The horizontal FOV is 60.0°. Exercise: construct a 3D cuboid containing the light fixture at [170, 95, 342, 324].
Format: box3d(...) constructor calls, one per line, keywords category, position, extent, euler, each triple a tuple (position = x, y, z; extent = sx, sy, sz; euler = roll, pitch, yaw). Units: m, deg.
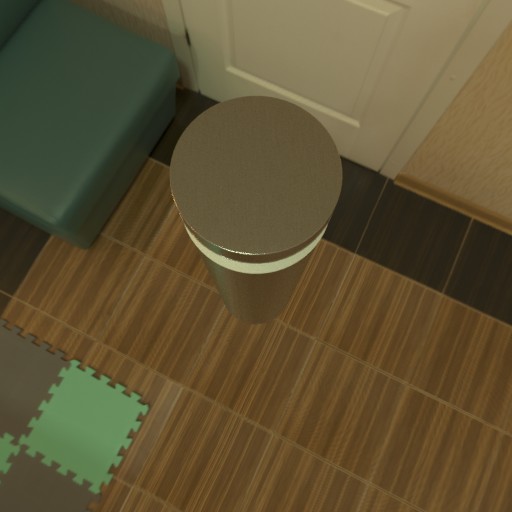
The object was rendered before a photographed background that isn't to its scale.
box3d(category="light fixture", position=(0.000, 0.000, 0.450), extent=(0.102, 0.400, 0.102), euler=(-3, 76, -1))
